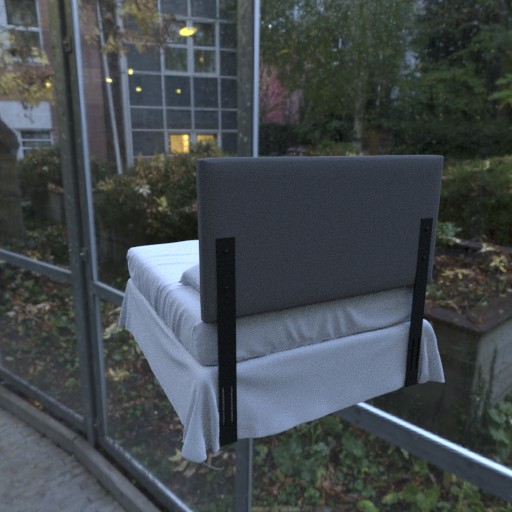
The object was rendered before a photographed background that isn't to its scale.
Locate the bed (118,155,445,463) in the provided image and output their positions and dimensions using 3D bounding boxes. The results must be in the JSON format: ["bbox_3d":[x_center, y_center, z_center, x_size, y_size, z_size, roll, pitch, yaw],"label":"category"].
[{"bbox_3d":[0.000,0.000,3.497,1.936,1.577,2.222,-7,16,-26],"label":"bed"}]
